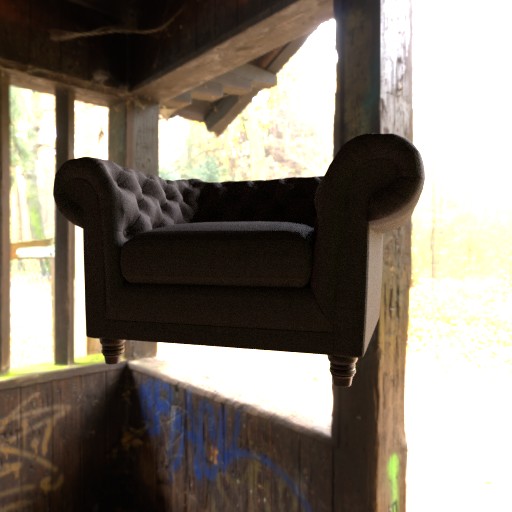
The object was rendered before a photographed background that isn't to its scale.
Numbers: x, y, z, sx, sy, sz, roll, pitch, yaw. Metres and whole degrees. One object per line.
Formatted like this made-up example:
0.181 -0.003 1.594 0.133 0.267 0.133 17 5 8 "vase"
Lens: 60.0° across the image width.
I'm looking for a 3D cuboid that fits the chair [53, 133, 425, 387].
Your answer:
0.000 0.000 1.864 1.298 0.780 0.945 0 1 19 "chair"
